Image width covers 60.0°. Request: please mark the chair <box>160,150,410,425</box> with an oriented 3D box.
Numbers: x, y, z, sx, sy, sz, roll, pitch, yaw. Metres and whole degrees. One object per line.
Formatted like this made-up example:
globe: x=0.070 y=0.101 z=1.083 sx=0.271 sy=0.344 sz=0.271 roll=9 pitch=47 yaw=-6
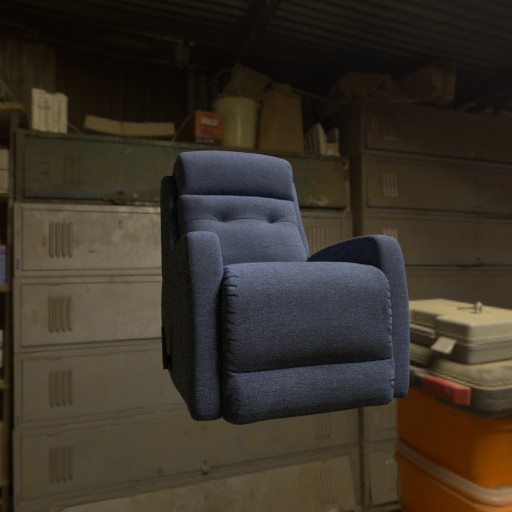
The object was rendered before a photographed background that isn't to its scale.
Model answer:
chair: x=0.000 y=0.000 z=1.784 sx=0.798 sy=1.013 sz=1.043 roll=0 pitch=0 yaw=-19
